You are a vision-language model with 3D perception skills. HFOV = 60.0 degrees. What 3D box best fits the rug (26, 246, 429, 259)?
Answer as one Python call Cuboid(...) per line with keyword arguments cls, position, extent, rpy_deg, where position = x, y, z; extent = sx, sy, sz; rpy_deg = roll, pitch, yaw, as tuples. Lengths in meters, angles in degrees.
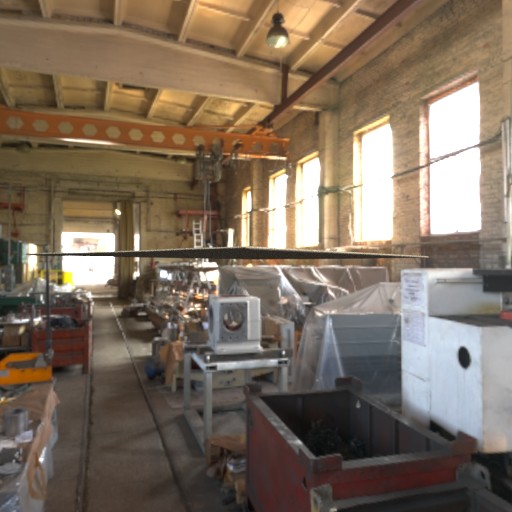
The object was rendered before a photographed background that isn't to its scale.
Cuboid(cls="rug", position=(0.000, 0.000, 5.135), extent=(2.782, 0.025, 3.935), rpy_deg=(-1, -2, 37))
